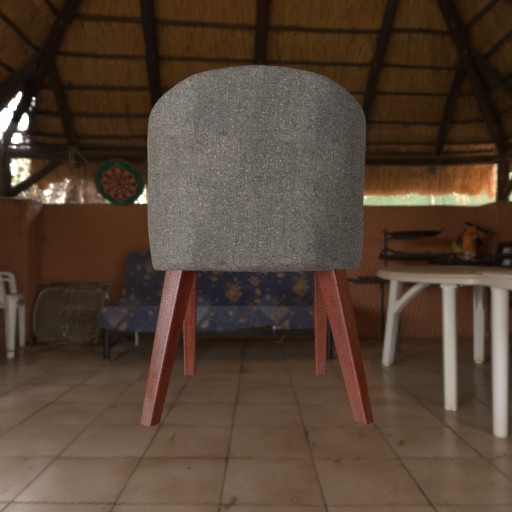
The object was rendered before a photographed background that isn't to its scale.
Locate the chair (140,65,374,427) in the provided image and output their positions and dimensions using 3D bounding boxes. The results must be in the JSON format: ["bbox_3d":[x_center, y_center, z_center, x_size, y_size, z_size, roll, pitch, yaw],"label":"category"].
[{"bbox_3d":[0.000,0.000,1.250,0.583,0.811,0.655,0,-1,-1],"label":"chair"}]
